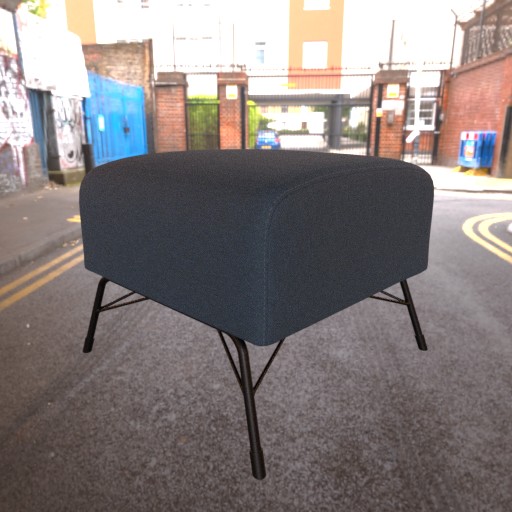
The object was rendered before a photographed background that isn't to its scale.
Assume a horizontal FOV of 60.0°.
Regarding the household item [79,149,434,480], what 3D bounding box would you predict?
[{"bbox_3d":[0.000,0.000,0.898,0.530,0.420,0.530,15,21,42],"label":"household item"}]
